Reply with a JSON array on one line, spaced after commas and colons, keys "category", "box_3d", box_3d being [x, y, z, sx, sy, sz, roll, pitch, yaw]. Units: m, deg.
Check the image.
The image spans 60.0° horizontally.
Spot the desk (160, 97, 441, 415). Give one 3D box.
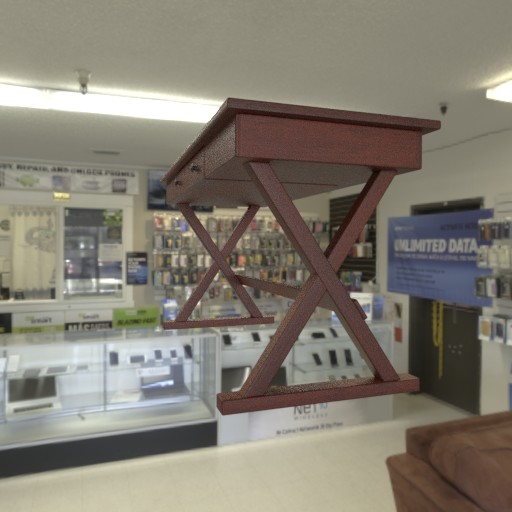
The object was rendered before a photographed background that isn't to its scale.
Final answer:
[{"category": "desk", "box_3d": [0.000, 0.000, 1.765, 0.600, 0.761, 1.372, 0, 1, -19]}]
